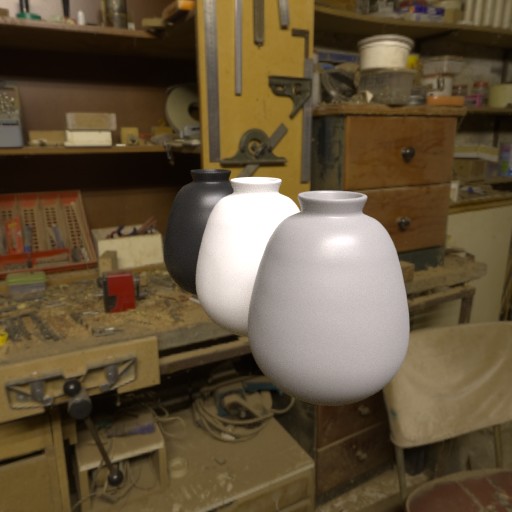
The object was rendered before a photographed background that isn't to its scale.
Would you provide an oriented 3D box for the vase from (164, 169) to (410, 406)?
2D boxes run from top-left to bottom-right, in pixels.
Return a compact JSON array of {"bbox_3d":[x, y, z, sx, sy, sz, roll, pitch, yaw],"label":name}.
[{"bbox_3d":[0.000,0.000,0.356,0.097,0.122,0.297,-7,17,-25],"label":"vase"}]
